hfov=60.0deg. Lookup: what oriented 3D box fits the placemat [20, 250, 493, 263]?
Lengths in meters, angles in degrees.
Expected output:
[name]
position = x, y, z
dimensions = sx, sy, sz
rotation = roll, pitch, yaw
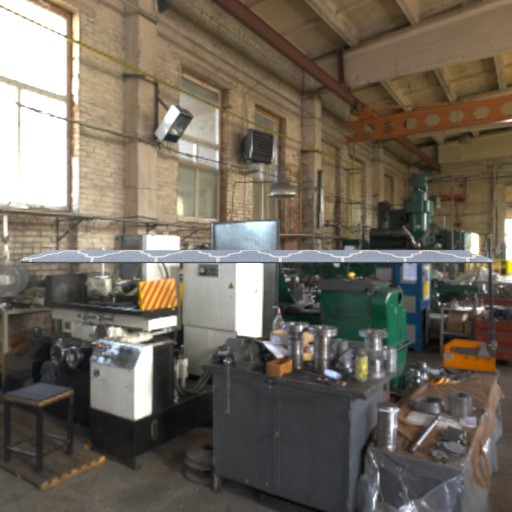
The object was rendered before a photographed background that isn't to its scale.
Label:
[placemat]
position = 0.000, 0.000, 0.938
dimensions = 0.762, 0.021, 0.508
rotation = 0, 0, 0
